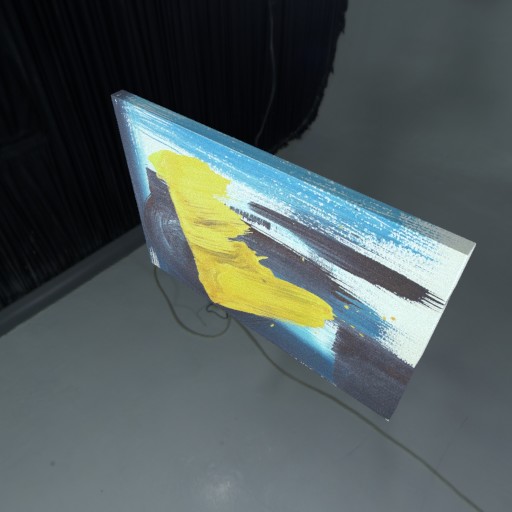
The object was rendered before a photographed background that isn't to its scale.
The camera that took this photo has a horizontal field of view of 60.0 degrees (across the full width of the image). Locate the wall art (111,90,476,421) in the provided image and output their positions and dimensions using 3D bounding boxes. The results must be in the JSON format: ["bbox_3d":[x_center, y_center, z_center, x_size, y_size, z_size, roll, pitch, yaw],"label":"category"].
[{"bbox_3d":[0.000,0.000,1.146,0.914,0.610,0.039,30,52,26],"label":"wall art"}]
